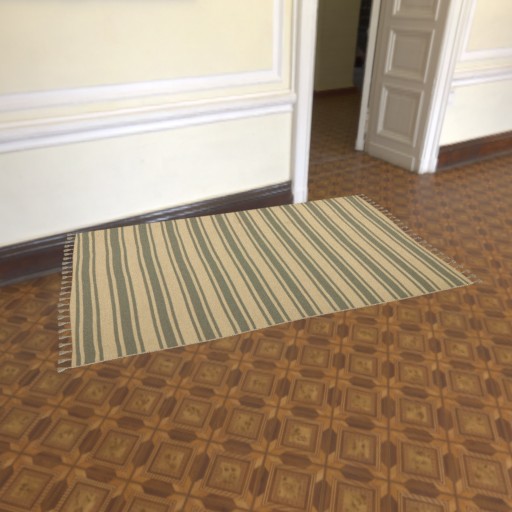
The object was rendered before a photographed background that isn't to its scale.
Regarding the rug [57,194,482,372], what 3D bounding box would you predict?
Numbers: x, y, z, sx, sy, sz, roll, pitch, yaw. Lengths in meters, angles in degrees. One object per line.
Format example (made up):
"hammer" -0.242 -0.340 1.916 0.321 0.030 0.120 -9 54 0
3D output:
"rug" 0.000 0.000 2.511 2.084 0.009 1.222 -9 32 -15
